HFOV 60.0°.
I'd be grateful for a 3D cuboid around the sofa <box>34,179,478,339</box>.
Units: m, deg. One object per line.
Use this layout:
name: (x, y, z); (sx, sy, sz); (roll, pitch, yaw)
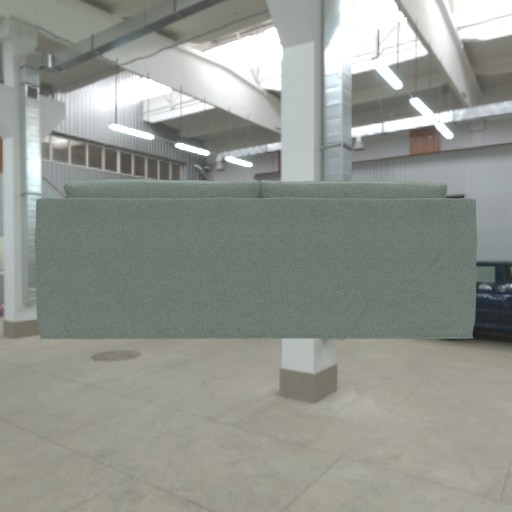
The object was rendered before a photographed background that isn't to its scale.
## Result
sofa: (0.000, 0.000, 2.744); (2.312, 0.853, 0.962); (0, 0, 0)
